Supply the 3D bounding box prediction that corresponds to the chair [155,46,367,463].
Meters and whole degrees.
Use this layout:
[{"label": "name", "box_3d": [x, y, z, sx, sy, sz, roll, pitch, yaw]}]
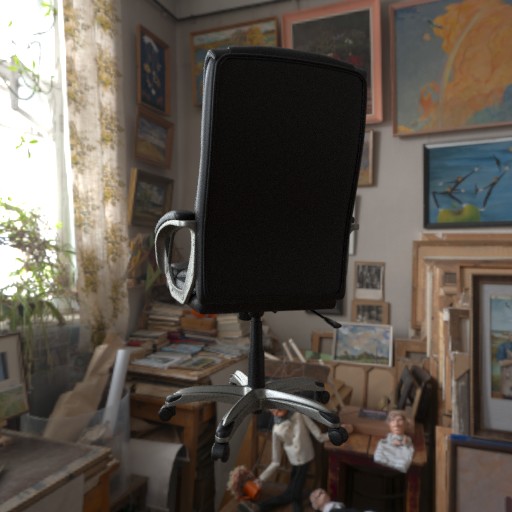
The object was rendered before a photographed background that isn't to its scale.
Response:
[{"label": "chair", "box_3d": [0.000, 0.000, 1.554, 0.663, 1.155, 0.739, 0, 1, -17]}]
